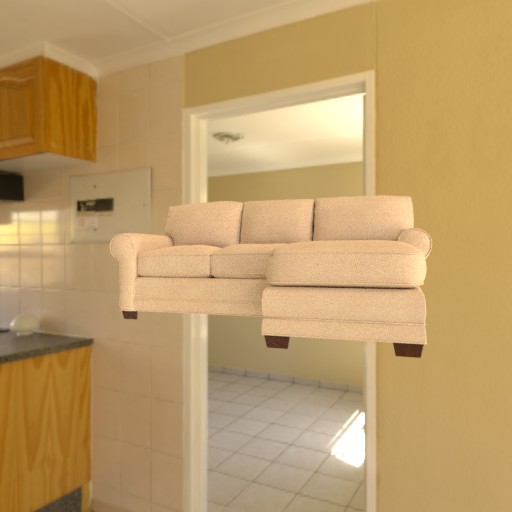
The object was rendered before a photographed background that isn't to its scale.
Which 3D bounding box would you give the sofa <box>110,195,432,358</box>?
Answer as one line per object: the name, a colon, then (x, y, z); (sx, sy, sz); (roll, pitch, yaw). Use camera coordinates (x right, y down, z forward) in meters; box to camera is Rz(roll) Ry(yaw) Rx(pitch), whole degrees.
sofa: (0.000, 0.000, 2.396); (1.770, 0.734, 1.226); (0, 0, 18)
